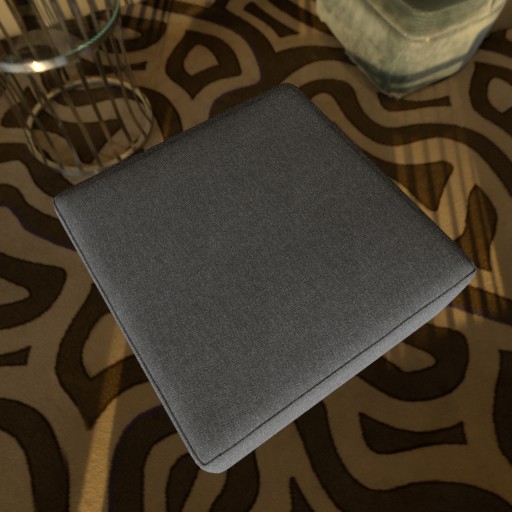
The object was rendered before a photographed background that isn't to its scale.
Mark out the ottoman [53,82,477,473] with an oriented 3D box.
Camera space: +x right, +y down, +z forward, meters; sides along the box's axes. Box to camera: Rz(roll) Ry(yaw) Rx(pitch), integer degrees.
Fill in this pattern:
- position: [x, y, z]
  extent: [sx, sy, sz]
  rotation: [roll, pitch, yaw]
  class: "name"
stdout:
- position: [0.000, 0.000, 1.536]
  extent: [1.000, 0.439, 1.000]
  rotation: [-31, 67, -15]
  class: "ottoman"
